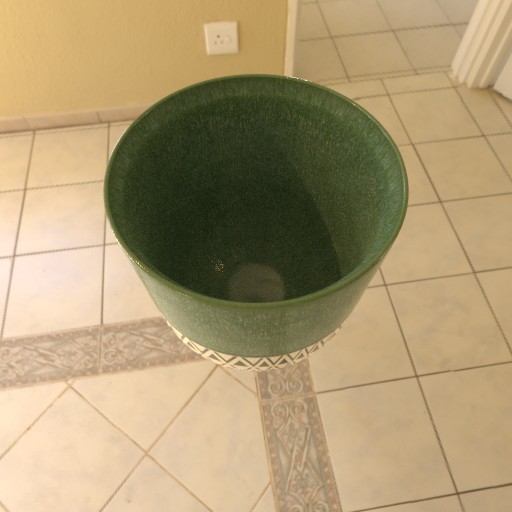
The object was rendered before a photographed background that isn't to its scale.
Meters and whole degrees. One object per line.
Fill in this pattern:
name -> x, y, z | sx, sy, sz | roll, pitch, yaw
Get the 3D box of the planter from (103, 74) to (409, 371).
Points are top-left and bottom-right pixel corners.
planter -> 0.000, 0.000, 0.377 | 0.195, 0.214, 0.195 | 0, 59, 0
